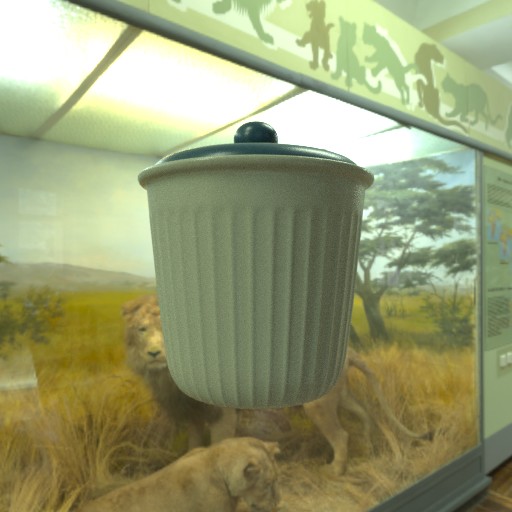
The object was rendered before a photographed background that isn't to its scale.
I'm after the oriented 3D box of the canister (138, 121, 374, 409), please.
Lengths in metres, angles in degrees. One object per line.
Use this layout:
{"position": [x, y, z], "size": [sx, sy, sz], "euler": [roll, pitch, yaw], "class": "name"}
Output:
{"position": [0.000, 0.000, 0.350], "size": [0.181, 0.211, 0.181], "euler": [0, 0, 0], "class": "canister"}
